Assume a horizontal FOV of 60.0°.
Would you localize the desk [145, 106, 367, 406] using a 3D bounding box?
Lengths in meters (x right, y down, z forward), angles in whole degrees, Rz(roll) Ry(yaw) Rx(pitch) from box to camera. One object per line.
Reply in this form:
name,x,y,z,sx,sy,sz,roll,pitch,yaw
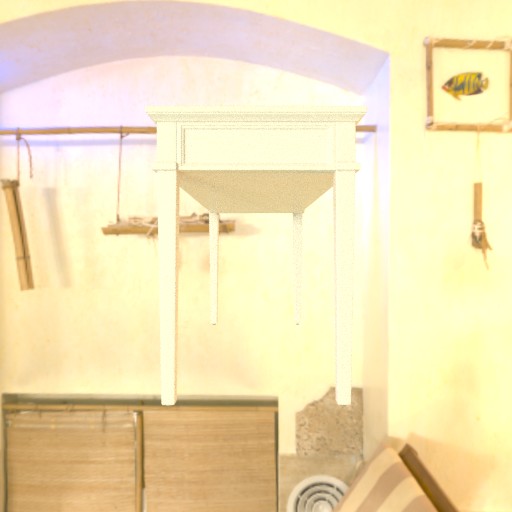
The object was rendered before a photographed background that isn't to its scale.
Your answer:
desk,0.000,0.000,1.806,0.559,0.774,1.372,0,1,0
